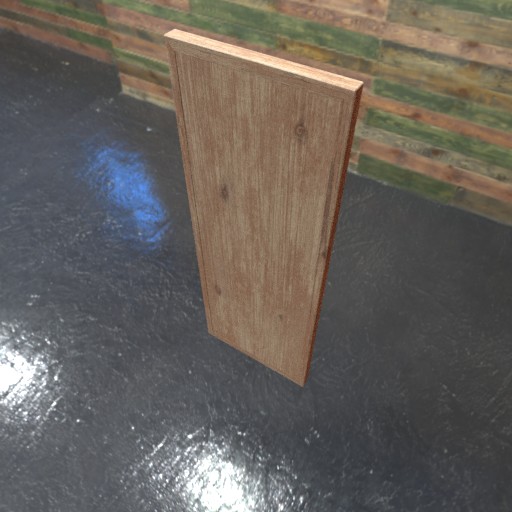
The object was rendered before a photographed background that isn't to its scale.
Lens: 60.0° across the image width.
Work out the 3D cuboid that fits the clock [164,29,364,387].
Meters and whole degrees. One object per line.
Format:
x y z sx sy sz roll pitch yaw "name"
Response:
0.000 0.000 1.072 0.361 0.965 0.030 25 53 21 "clock"
